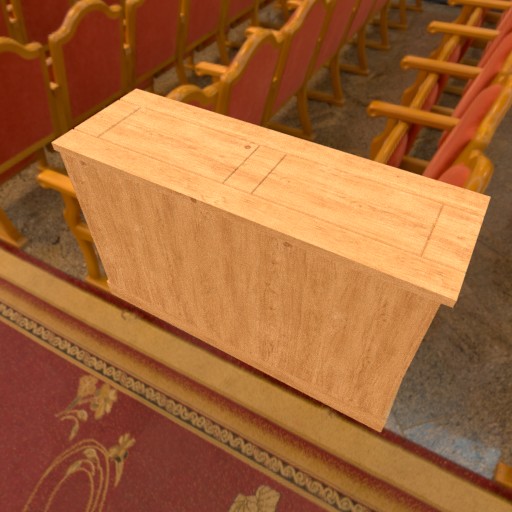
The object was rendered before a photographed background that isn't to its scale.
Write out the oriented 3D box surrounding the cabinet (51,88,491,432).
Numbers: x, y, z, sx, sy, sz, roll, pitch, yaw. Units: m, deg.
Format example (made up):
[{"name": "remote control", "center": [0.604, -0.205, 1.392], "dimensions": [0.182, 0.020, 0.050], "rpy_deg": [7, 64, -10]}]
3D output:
[{"name": "cabinet", "center": [0.000, 0.000, 1.678], "dimensions": [1.321, 0.810, 0.432], "rpy_deg": [23, 51, 20]}]
